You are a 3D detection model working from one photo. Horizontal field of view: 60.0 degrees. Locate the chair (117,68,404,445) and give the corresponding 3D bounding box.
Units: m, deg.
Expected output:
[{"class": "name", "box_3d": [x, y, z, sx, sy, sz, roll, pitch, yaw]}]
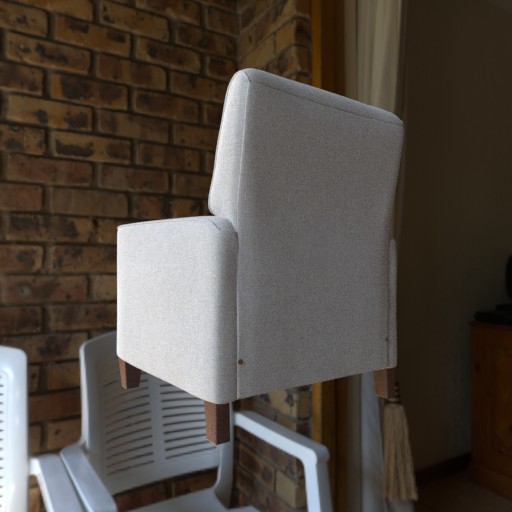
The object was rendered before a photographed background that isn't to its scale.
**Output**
[{"class": "chair", "box_3d": [0.000, 0.000, 1.673, 0.845, 1.023, 0.859, 1, -2, -36]}]
